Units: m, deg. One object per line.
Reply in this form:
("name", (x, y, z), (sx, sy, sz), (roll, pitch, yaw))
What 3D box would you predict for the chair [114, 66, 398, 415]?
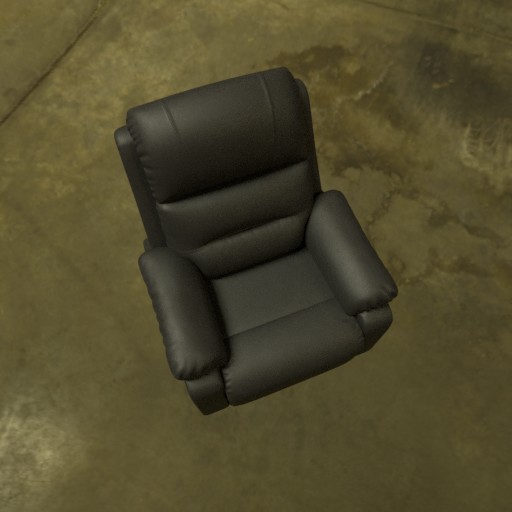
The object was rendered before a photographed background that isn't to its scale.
("chair", (0.000, 0.000, 1.698), (0.855, 0.992, 0.919), (-19, 65, -9))
